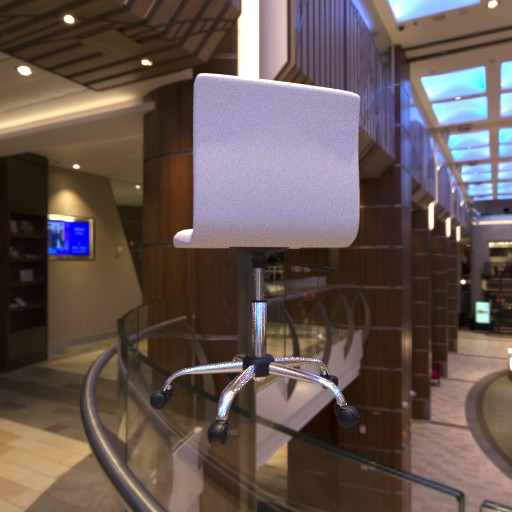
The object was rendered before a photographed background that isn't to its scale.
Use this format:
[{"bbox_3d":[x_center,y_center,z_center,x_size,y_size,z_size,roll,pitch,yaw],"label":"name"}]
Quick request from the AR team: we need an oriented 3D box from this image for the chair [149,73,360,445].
[{"bbox_3d":[0.000,0.000,1.123,0.520,0.750,0.455,0,0,-18],"label":"chair"}]
